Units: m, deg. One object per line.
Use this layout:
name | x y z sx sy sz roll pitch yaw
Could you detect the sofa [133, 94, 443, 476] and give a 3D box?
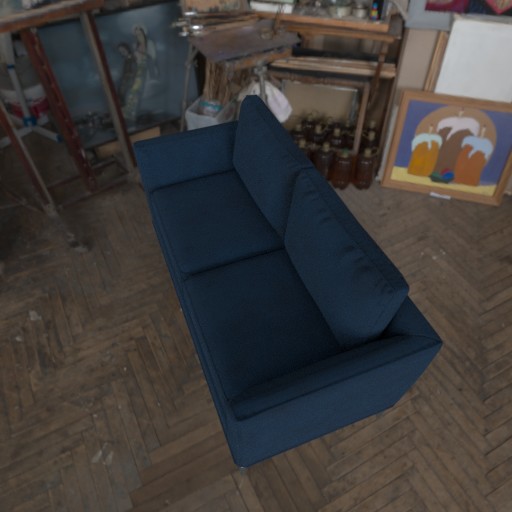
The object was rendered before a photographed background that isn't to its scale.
sofa | 0.000 0.000 2.295 0.853 1.002 1.770 -16 50 -14
